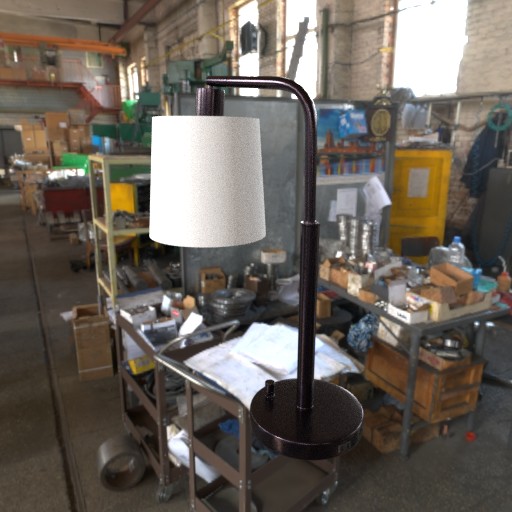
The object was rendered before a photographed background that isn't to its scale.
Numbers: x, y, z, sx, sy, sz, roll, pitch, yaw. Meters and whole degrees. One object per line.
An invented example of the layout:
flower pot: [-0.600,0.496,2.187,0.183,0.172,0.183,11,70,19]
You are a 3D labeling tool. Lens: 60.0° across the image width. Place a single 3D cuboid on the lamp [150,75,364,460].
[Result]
lamp: [0.000,0.000,0.631,0.333,0.489,0.171,8,17,27]
